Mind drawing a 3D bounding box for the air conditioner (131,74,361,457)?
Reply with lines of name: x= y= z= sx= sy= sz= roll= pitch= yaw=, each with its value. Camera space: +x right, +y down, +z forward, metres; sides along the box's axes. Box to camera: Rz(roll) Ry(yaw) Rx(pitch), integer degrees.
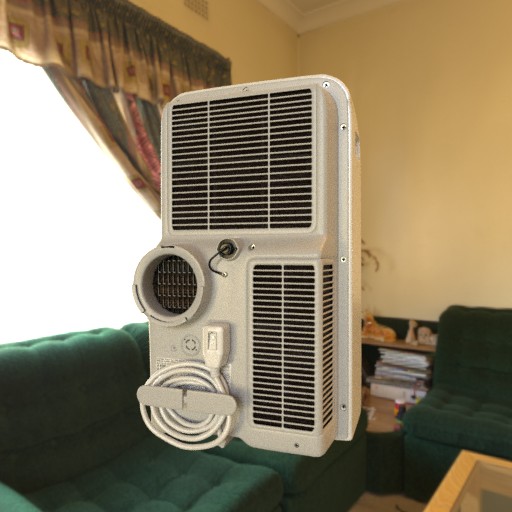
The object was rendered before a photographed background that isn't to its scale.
air conditioner: x=0.000 y=0.000 z=1.024 sx=0.449 sy=0.786 sz=0.414 roll=0 pitch=0 yaw=19
